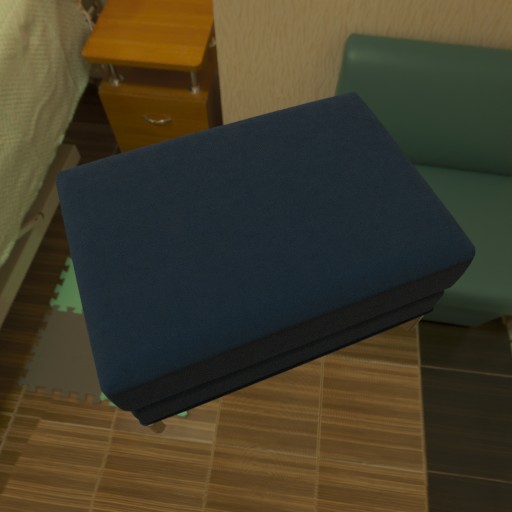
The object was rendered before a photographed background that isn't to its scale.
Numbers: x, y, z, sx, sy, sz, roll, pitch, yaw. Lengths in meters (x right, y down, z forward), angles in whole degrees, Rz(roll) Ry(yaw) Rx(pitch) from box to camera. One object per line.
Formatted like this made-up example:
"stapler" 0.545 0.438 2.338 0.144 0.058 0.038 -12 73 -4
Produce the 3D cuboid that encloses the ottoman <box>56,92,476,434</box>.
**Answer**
"ottoman" 0.000 0.000 1.185 0.835 0.498 0.587 -19 61 -11
